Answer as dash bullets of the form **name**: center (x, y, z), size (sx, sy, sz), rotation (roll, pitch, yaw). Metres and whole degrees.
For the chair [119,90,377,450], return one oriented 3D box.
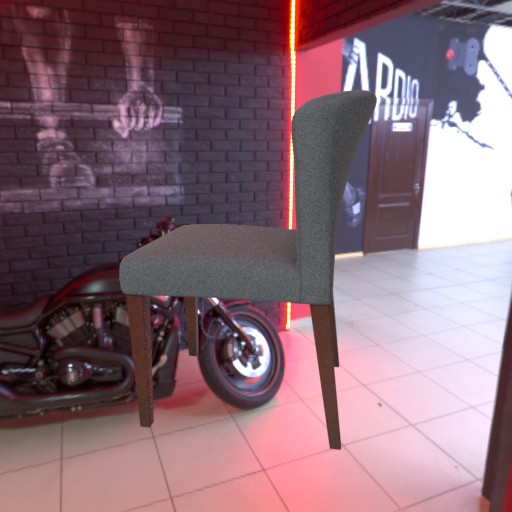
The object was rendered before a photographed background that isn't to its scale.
- **chair**: center (0.000, 0.000, 1.220), size (0.592, 0.839, 0.491), rotation (2, 14, 9)
